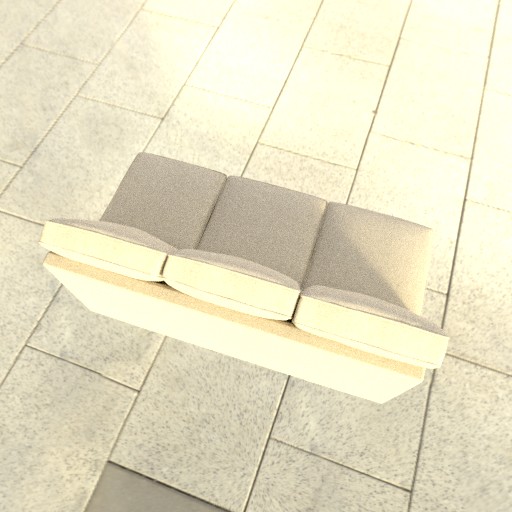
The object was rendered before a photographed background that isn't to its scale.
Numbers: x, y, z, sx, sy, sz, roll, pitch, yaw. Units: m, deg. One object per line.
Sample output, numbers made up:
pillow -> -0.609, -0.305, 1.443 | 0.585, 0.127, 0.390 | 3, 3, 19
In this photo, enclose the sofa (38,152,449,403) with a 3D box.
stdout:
sofa -> 0.000, 0.000, 2.568 | 1.962, 0.973, 1.027 | 16, 65, 8
